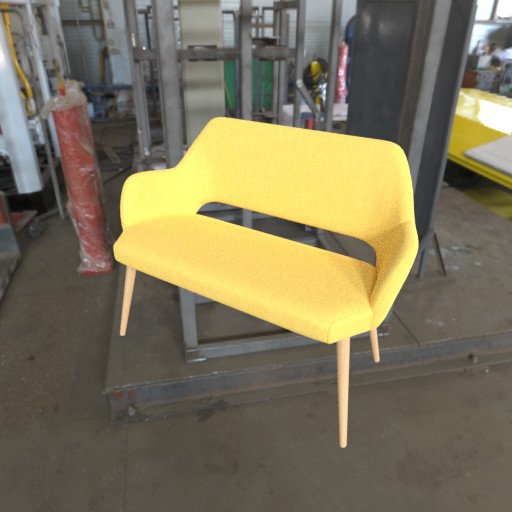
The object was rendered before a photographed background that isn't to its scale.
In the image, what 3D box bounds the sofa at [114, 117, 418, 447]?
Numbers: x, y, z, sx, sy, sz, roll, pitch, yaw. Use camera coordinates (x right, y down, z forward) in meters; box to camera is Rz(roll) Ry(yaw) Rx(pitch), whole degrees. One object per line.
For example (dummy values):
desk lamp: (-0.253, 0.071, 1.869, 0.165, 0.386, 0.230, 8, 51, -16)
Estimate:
sofa: (0.000, 0.000, 1.664, 1.150, 0.840, 0.610, 18, 34, 28)
